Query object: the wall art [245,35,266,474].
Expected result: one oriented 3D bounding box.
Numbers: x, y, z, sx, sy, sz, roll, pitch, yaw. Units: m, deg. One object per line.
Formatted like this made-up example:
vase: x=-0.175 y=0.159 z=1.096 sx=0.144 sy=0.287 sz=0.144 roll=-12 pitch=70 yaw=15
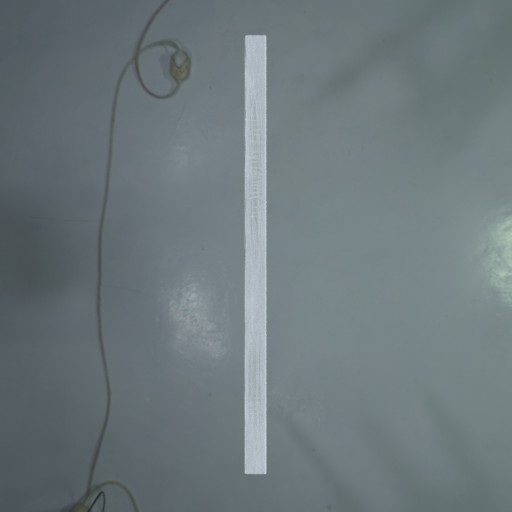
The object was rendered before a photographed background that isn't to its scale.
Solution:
wall art: x=0.000 y=0.000 z=0.457 sx=0.015 sy=0.303 sz=0.303 roll=0 pitch=89 yaw=0
